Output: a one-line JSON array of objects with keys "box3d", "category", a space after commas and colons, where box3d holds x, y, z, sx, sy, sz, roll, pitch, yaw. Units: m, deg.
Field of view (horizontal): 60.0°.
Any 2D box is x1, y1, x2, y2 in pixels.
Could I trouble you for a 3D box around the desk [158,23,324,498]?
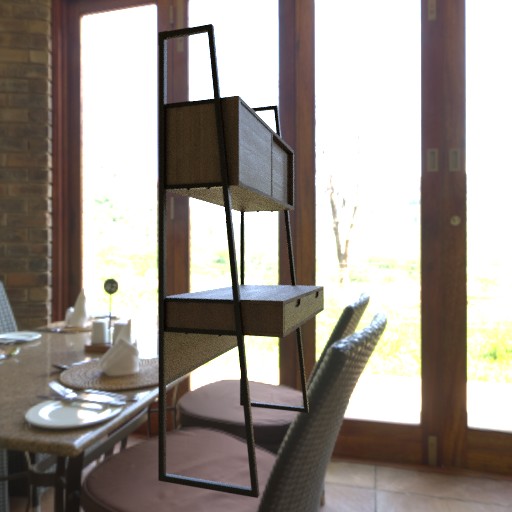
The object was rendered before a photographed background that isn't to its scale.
[{"box3d": [0.000, 0.000, 2.172, 0.515, 1.809, 0.982, 0, 0, 18], "category": "desk"}]
